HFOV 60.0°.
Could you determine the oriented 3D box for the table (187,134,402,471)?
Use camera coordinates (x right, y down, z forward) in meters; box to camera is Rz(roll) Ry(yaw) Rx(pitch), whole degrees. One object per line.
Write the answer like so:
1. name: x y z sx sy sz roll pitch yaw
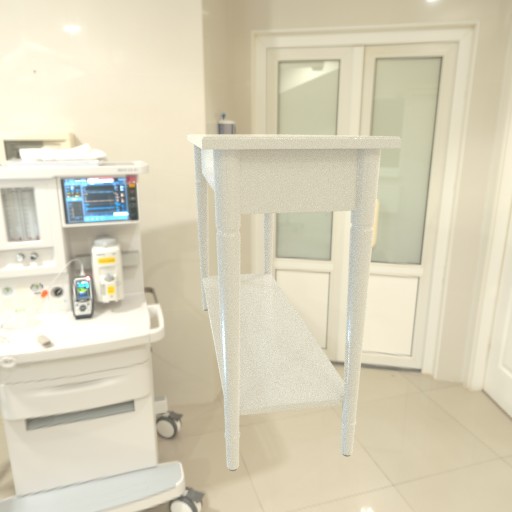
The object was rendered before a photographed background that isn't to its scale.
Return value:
1. table: 0.000 0.000 1.423 0.381 0.749 1.067 -3 16 -10
